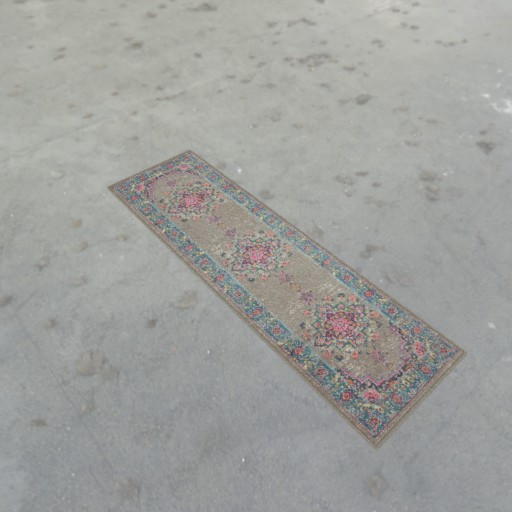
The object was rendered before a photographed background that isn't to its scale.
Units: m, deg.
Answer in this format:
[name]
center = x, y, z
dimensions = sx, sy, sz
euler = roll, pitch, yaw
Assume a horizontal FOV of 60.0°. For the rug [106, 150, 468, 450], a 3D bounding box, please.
[rug]
center = 0.000, 0.000, 2.033
dimensions = 0.553, 0.012, 1.827
euler = -32, 54, -27
